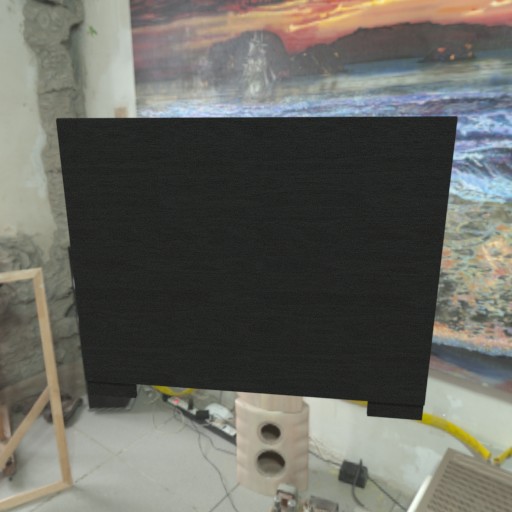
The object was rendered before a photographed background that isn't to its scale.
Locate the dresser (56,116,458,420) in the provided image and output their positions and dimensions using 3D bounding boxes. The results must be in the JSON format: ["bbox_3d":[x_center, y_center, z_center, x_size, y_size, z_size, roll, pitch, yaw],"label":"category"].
[{"bbox_3d":[0.000,0.000,1.387,0.994,0.816,0.404,2,15,7],"label":"dresser"}]
